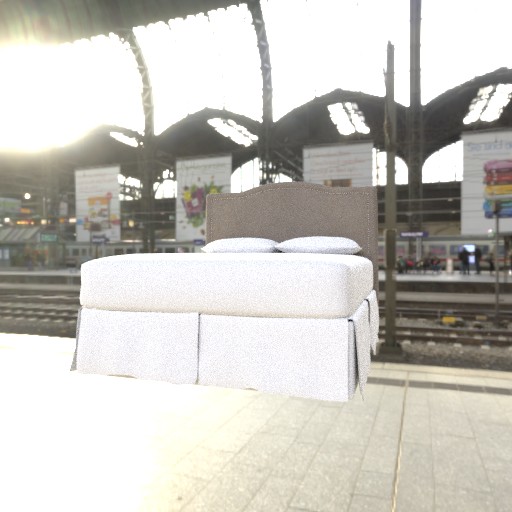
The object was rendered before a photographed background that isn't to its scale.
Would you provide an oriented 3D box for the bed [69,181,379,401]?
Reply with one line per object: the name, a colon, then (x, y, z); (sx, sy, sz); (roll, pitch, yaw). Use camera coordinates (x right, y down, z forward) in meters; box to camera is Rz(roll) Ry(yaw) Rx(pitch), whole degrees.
bed: (0.000, 0.000, 3.344); (1.744, 1.441, 2.128); (0, 0, 18)
